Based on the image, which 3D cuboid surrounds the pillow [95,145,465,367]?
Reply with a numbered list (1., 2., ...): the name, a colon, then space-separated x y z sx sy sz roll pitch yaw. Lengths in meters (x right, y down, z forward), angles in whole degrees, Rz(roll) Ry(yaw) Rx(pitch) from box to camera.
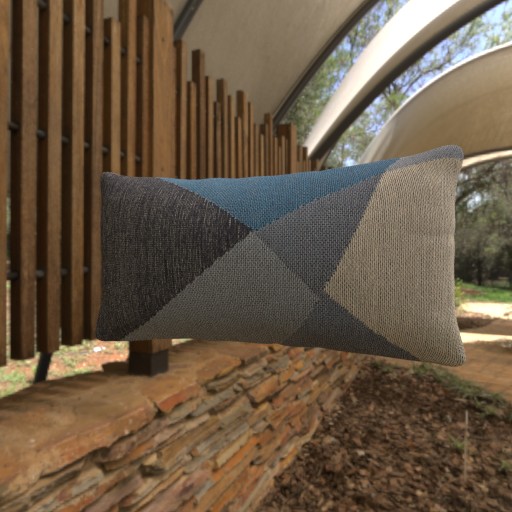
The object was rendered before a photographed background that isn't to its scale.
1. pillow: 0.000 0.000 0.702 0.604 0.307 0.148 0 0 18
